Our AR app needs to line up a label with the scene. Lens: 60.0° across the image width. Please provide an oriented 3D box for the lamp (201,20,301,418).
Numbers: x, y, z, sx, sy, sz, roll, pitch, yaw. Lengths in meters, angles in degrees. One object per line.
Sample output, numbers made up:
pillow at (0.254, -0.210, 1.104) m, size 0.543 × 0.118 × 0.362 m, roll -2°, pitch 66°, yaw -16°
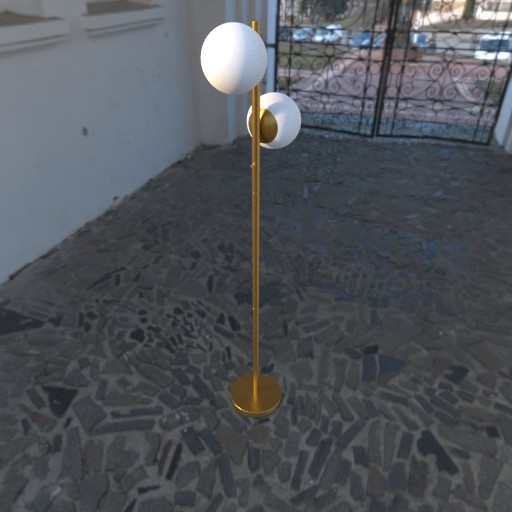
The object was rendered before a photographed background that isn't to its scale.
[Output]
lamp at (0.000, 0.000, 1.739) m, size 0.249 × 1.641 × 0.419 m, roll 19°, pitch 37°, yaw 28°
